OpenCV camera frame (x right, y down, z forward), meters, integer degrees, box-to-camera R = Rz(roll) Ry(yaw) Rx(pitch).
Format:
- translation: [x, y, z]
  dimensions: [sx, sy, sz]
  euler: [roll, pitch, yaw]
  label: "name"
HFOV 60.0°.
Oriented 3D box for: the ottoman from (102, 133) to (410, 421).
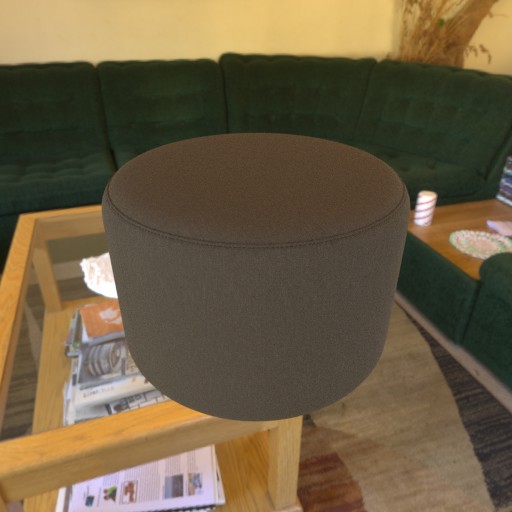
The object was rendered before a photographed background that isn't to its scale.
- translation: [0.000, 0.000, 0.985]
  dimensions: [0.608, 0.433, 0.608]
  euler: [0, 30, 0]
  label: "ottoman"
